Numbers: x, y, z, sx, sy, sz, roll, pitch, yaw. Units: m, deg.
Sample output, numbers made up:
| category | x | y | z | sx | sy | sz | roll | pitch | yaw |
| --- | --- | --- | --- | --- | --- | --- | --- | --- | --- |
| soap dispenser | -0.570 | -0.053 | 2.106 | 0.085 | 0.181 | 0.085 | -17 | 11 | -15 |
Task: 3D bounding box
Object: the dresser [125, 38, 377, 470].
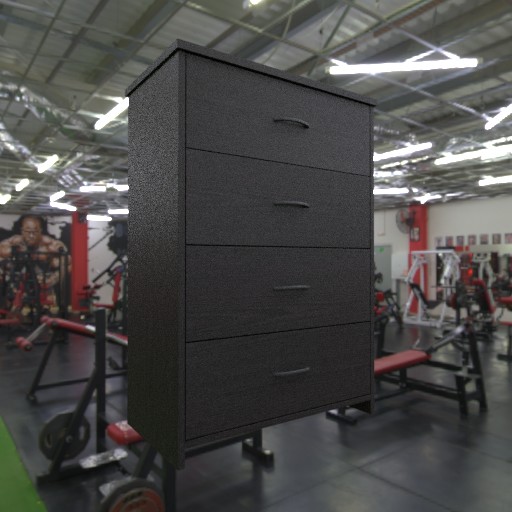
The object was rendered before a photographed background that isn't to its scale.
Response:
| category | x | y | z | sx | sy | sz | roll | pitch | yaw |
| --- | --- | --- | --- | --- | --- | --- | --- | --- | --- |
| dresser | 0.000 | 0.000 | 1.392 | 0.704 | 1.020 | 0.399 | 0 | -1 | -35 |
